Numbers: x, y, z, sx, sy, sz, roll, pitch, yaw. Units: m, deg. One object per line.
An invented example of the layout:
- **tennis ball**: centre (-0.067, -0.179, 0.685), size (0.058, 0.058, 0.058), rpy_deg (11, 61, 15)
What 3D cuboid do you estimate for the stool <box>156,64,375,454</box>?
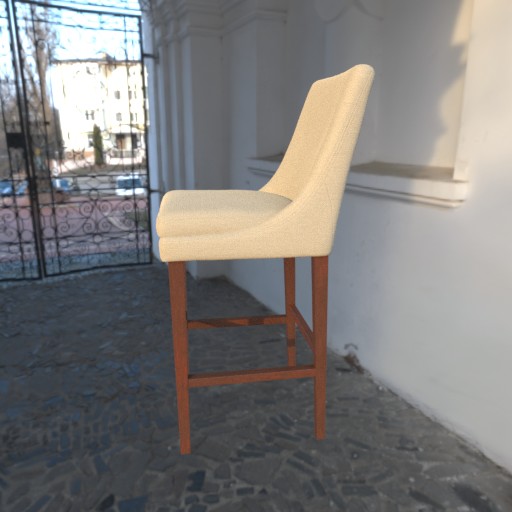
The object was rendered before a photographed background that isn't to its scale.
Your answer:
- **stool**: centre (0.000, 0.000, 1.396), size (0.577, 1.078, 0.470), rpy_deg (-2, 16, -8)
